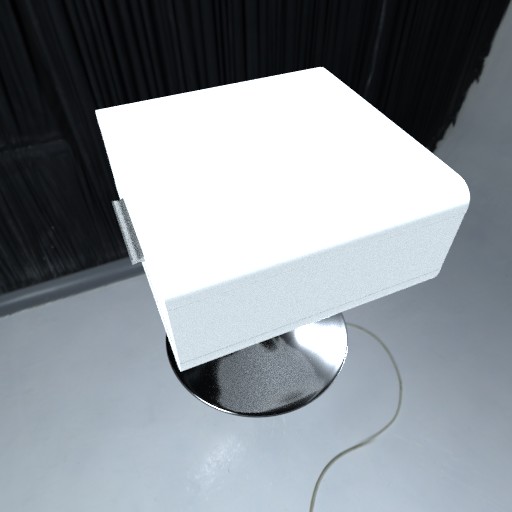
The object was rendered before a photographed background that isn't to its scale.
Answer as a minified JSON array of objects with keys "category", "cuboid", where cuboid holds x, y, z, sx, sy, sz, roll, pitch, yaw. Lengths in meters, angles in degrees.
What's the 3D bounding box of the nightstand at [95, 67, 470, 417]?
[{"category":"nightstand","cuboid":[0.000,0.000,0.763,0.404,0.447,0.399,-17,49,-16]}]
